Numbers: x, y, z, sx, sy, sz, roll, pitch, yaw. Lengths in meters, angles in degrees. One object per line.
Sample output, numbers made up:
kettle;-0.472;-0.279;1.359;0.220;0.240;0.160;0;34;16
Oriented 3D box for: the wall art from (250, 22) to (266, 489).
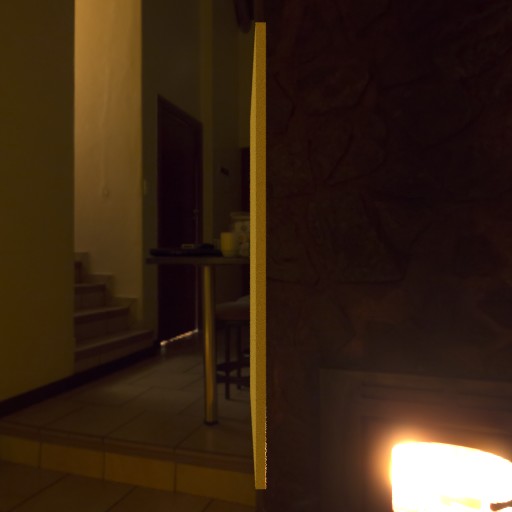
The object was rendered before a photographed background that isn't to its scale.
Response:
wall art;0.000;0.000;0.613;0.010;0.474;0.325;0;0;-2
